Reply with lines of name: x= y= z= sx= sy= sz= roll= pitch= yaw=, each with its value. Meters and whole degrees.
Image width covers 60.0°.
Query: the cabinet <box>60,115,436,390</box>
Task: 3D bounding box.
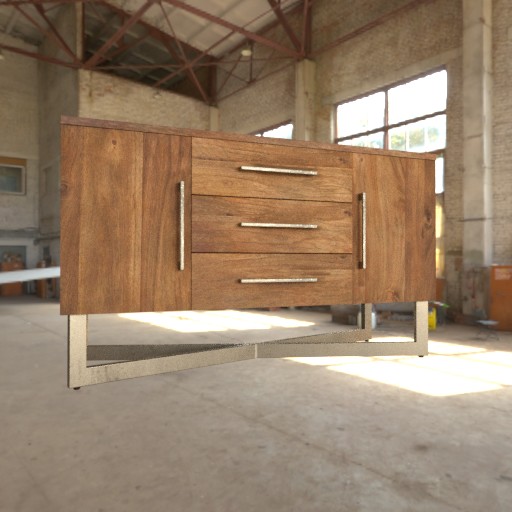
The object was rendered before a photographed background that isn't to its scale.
cabinet: x=0.000 y=0.000 z=1.728 sx=1.373 sy=0.812 sz=0.480 roll=0 pitch=-1 yaw=-20
